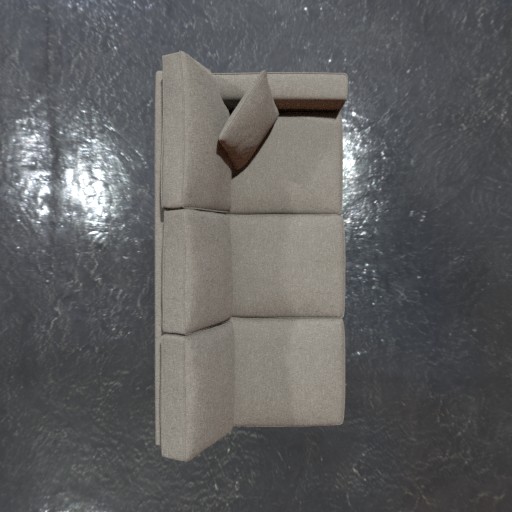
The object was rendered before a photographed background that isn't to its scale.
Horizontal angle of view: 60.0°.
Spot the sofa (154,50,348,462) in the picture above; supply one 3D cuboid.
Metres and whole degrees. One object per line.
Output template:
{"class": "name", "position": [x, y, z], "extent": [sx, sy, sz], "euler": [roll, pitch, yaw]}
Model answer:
{"class": "sofa", "position": [0.000, 0.000, 2.531], "extent": [1.034, 0.946, 1.963], "euler": [0, 90, 0]}
